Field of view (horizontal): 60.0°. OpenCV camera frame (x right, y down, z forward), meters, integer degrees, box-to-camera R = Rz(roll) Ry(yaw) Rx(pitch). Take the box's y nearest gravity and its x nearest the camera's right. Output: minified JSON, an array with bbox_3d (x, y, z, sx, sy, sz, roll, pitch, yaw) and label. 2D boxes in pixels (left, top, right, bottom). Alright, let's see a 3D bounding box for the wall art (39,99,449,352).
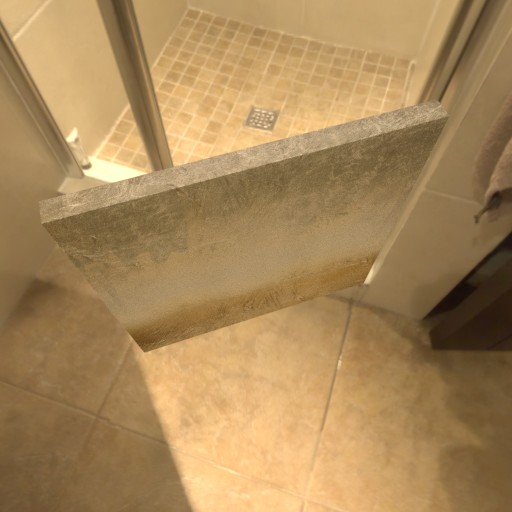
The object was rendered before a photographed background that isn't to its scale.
[{"bbox_3d":[0.000,0.000,0.907,0.610,0.610,0.038,-16,63,-9],"label":"wall art"}]
